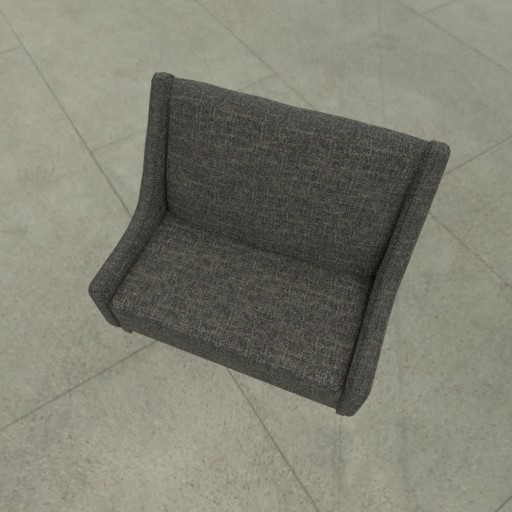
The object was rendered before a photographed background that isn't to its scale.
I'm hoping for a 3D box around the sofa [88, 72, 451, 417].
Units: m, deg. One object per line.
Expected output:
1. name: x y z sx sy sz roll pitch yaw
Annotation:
1. sofa: 0.000 0.000 1.945 1.242 1.021 0.870 18 59 11
